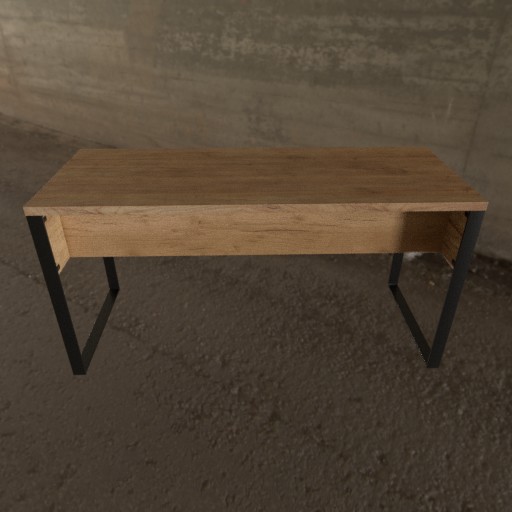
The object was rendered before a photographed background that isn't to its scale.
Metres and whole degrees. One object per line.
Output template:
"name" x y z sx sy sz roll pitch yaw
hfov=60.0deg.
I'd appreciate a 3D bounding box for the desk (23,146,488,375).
"desk" 0.000 0.000 1.901 1.520 0.760 0.600 -1 31 -1
